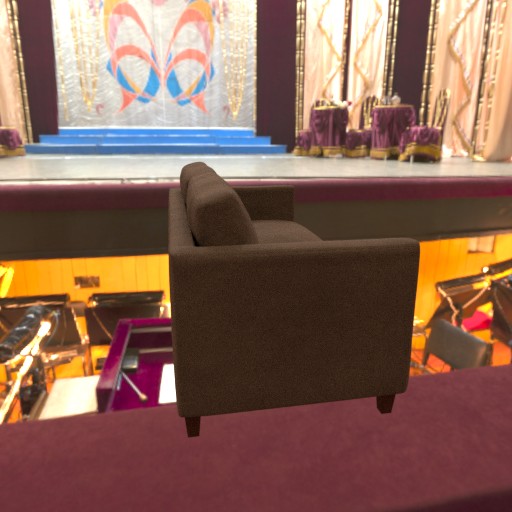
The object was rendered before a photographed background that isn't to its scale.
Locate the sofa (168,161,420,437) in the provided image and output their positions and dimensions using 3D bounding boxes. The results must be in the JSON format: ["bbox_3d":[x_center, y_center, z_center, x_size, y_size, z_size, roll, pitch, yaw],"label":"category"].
[{"bbox_3d":[0.000,0.000,2.491,0.950,0.963,1.884,-3,16,-10],"label":"sofa"}]
